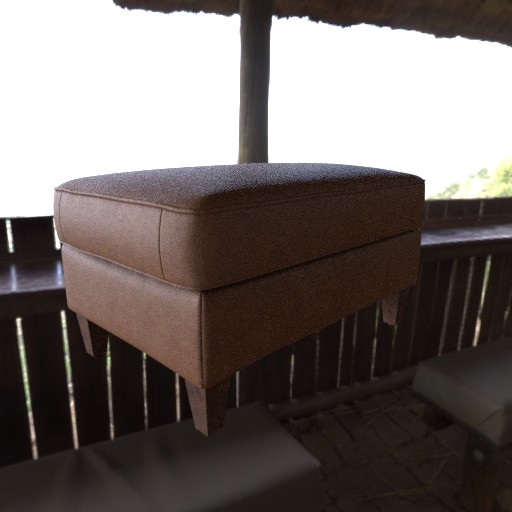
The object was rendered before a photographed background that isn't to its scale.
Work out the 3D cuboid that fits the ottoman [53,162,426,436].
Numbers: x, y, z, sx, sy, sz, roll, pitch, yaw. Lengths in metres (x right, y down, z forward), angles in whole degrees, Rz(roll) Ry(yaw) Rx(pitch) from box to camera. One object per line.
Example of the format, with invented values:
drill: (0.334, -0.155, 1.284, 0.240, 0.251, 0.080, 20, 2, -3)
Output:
ottoman: (0.000, 0.000, 1.192, 0.584, 0.483, 0.864, 14, 20, 43)
